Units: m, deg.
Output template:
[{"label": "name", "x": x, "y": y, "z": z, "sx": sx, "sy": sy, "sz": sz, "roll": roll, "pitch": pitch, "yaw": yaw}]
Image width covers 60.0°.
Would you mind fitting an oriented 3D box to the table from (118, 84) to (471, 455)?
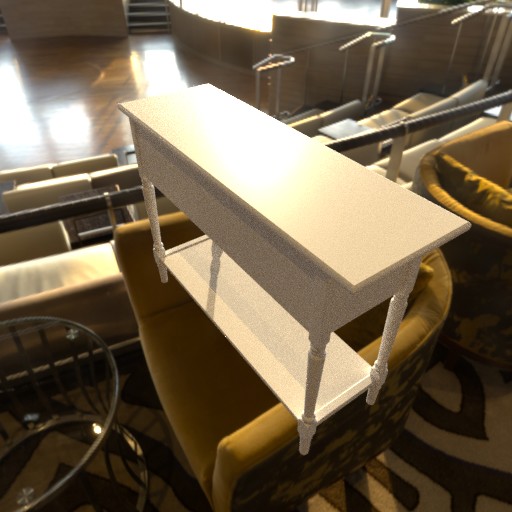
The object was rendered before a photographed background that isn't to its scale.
[{"label": "table", "x": 0.000, "y": 0.000, "z": 1.572, "sx": 0.386, "sy": 0.814, "sz": 1.191, "roll": -24, "pitch": 45, "yaw": -27}]
